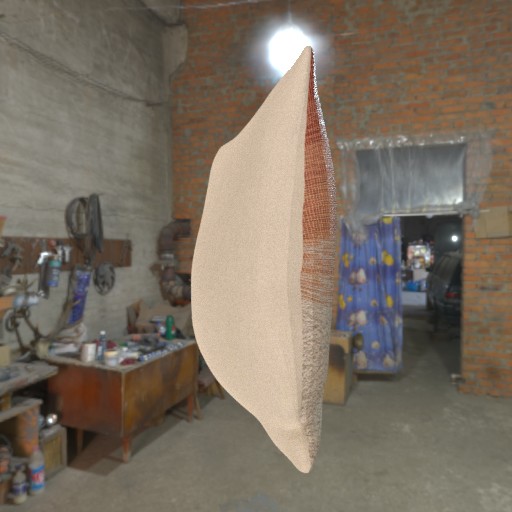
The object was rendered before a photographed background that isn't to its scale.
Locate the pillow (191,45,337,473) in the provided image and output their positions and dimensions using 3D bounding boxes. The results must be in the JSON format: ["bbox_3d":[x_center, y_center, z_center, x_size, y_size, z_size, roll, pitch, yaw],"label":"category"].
[{"bbox_3d":[0.000,0.000,0.658,0.182,0.441,0.440,0,0,-16],"label":"pillow"}]
